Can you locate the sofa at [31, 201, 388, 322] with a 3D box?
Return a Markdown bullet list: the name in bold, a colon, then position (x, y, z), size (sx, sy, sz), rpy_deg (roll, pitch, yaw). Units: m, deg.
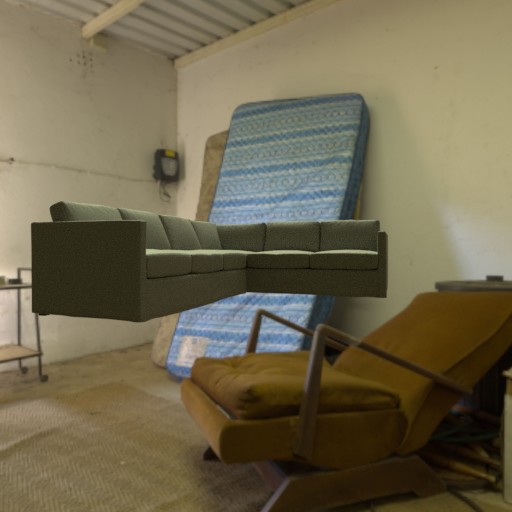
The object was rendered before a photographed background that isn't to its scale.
- **sofa**: position (0.000, 0.000, 4.348), size (2.432, 0.871, 3.182), rpy_deg (0, 1, 18)
